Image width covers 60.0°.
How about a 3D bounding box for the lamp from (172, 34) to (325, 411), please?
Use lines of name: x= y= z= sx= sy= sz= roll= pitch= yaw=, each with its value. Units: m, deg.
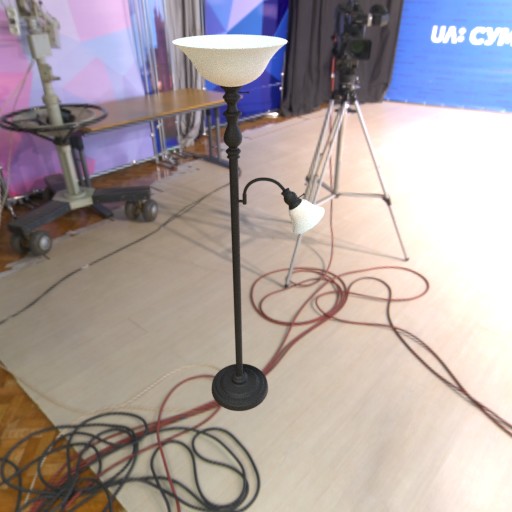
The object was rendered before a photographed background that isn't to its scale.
lamp: x=0.000 y=0.000 z=2.042 sx=0.588 sy=1.793 sz=0.405 roll=2 pitch=32 yaw=3
